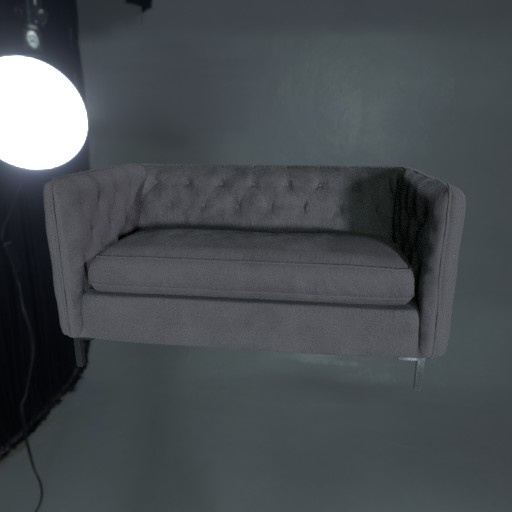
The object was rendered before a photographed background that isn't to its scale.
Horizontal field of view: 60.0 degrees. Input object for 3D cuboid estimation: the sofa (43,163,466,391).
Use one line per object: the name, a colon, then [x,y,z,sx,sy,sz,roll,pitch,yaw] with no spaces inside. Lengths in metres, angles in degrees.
sofa: [0.000,0.000,2.093,1.583,0.810,0.909,2,16,7]
